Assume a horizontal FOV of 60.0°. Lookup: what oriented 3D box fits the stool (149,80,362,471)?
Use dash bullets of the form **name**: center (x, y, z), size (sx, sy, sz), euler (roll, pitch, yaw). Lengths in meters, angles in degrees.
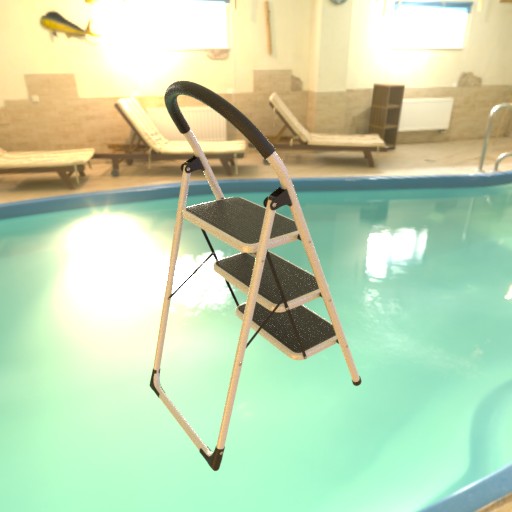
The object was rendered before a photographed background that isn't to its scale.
- **stool**: center (0.000, 0.000, 1.479), size (0.676, 1.109, 0.485), euler (-18, 31, -32)
